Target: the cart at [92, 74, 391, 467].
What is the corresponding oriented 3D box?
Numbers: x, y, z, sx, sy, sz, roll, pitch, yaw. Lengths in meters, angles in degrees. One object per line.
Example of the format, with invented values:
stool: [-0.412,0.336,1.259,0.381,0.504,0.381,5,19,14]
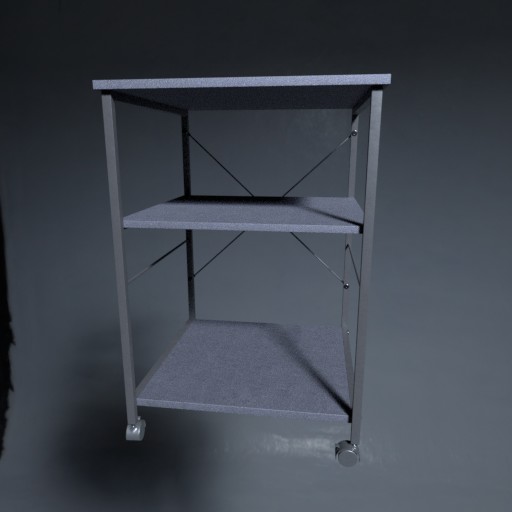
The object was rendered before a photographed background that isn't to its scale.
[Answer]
cart: [0.000,0.000,1.103,0.521,0.762,0.520,2,14,8]
